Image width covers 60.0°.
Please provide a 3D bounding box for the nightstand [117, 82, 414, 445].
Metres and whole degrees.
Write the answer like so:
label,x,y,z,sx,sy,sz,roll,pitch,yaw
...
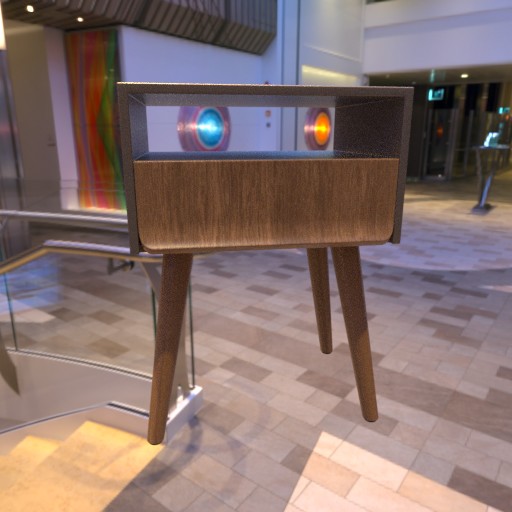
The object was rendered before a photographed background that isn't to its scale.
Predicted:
label,x,y,z,sx,sy,sz,roll,pitch,yaw
nightstand,0.000,0.000,0.736,0.370,0.508,0.288,-2,16,-9
